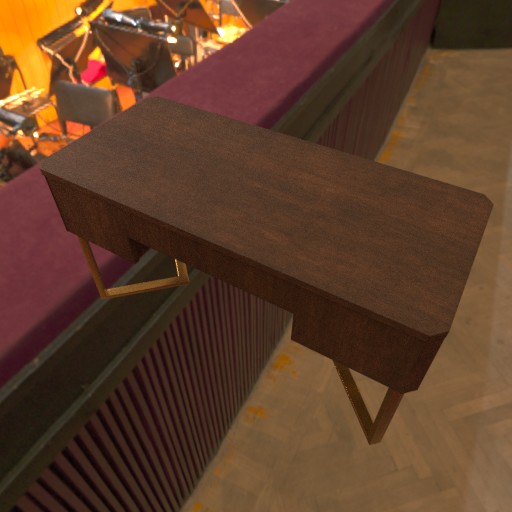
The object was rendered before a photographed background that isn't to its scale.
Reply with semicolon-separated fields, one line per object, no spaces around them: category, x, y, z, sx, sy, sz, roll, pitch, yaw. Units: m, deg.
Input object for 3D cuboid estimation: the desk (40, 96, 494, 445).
desk;0.000;0.000;1.819;1.479;0.762;0.684;23;50;21
